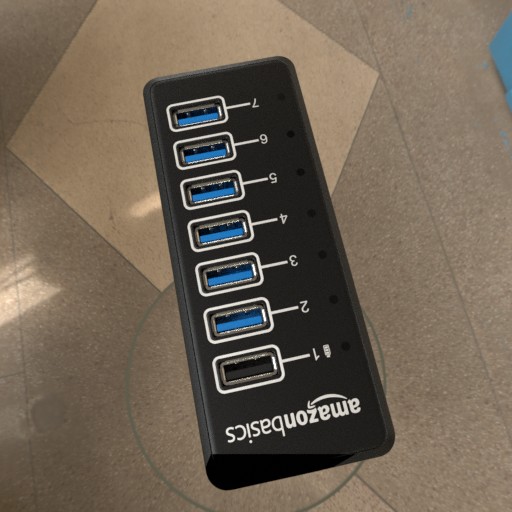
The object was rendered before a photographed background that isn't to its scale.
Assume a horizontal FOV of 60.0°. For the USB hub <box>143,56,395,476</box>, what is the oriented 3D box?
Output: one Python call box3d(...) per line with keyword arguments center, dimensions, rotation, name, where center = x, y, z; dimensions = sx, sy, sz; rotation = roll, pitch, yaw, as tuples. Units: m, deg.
box3d(center=(0.000, 0.000, 0.124), dimensions=(0.044, 0.023, 0.110), rotation=(-12, 75, -3), name="USB hub")
